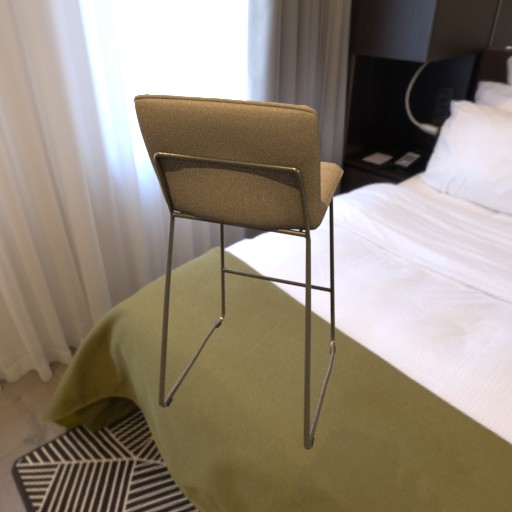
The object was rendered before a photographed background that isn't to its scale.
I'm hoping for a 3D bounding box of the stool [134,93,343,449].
[{"bbox_3d":[0.000,0.000,1.279,0.490,0.960,0.490,10,32,16],"label":"stool"}]
